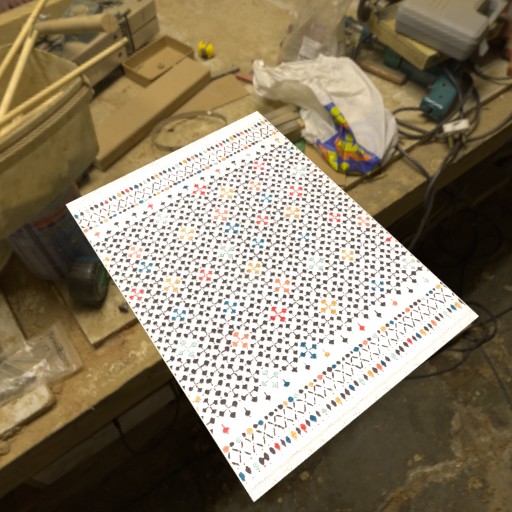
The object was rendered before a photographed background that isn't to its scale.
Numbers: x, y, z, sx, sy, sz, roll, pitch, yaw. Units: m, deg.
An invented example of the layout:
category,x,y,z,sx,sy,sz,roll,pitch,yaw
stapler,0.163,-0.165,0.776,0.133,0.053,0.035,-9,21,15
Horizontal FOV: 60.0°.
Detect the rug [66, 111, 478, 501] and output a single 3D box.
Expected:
category,x,y,z,sx,sy,sz,roll,pitch,yaw
rug,0.000,0.000,4.084,2.354,0.007,3.196,-32,63,-18
